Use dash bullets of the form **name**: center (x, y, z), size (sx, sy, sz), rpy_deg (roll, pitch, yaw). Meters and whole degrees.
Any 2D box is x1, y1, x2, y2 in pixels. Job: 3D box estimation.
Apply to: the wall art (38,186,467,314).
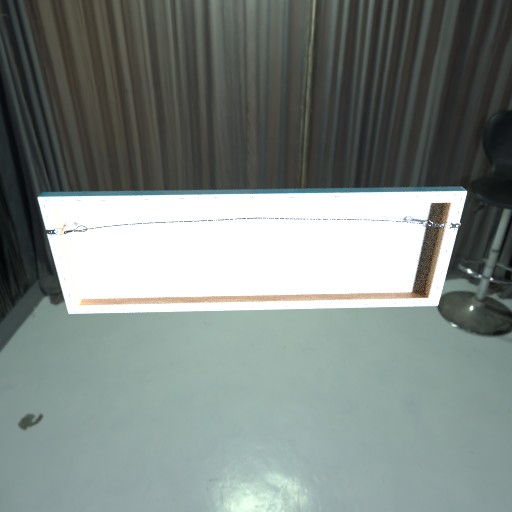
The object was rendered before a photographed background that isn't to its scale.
- **wall art**: center (0.000, 0.000, 0.844), size (0.759, 0.254, 0.044), rpy_deg (-1, 30, -2)
